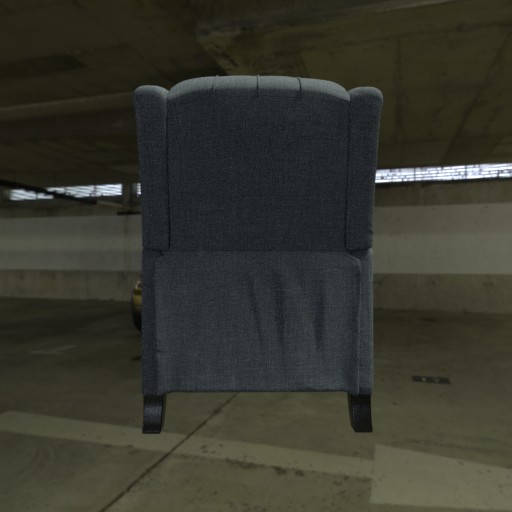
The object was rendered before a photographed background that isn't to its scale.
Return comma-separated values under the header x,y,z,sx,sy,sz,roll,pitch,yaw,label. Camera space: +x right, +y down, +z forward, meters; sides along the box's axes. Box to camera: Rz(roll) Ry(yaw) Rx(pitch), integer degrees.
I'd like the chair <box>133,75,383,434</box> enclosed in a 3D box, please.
x,y,z,sx,sy,sz,roll,pitch,yaw,label
0.000,0.000,1.618,0.742,1.035,0.898,0,0,-1,chair
